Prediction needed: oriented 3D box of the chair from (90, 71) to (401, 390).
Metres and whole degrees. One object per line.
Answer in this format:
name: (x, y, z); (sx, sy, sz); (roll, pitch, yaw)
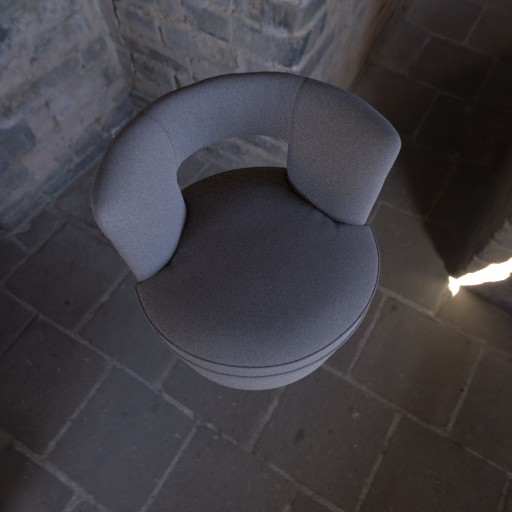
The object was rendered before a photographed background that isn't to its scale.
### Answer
chair: (0.000, 0.000, 1.242); (0.689, 0.719, 0.660); (-14, 64, -7)
